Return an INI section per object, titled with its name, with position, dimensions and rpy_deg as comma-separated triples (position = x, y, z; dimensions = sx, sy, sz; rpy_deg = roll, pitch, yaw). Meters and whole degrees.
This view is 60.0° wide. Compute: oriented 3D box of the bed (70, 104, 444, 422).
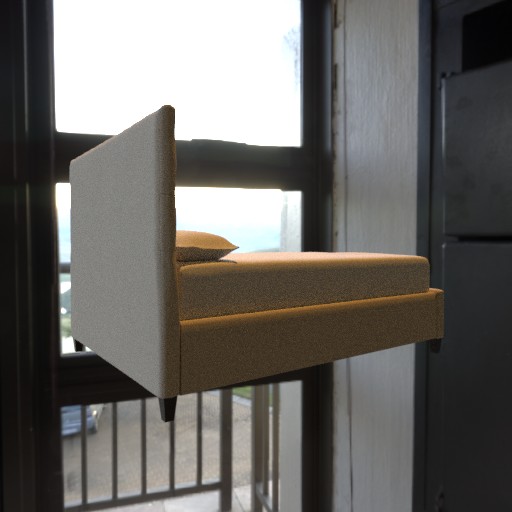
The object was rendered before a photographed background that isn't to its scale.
[bed]
position = 0.000, 0.000, 3.276
dimensions = 2.233, 1.426, 1.696
rpy_deg = -1, 2, -36
